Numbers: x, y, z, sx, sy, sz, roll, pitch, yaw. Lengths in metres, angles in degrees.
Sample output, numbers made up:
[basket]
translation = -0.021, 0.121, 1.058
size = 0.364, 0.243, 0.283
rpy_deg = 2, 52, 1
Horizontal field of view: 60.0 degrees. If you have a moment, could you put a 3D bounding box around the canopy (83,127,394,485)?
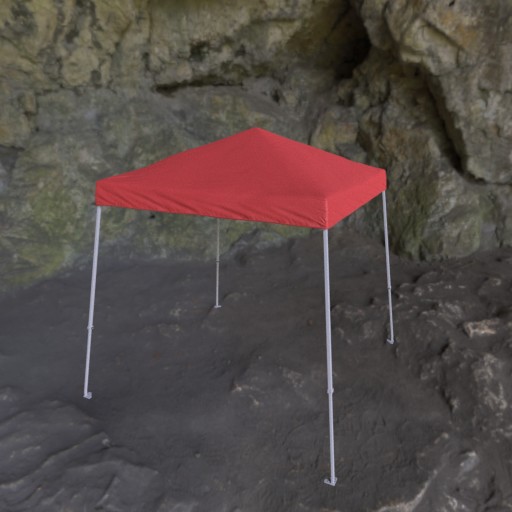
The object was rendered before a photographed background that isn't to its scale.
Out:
[canopy]
translation = 0.000, 0.000, 5.103
size = 2.849, 2.849, 2.848
rpy_deg = 8, 19, 25
